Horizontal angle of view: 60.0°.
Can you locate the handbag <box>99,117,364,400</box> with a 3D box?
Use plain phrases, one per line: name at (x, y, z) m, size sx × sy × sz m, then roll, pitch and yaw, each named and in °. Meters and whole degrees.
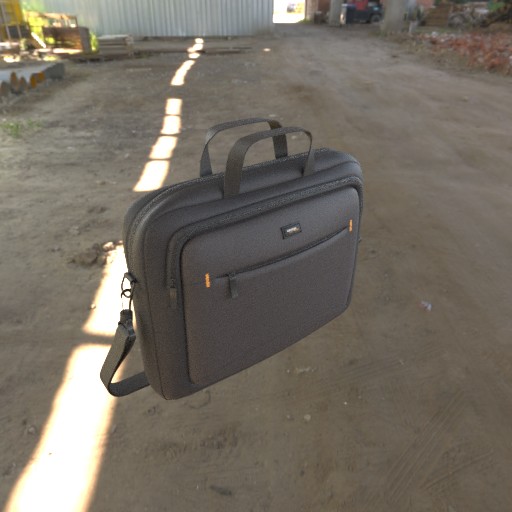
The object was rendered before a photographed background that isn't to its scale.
handbag at (0.000, 0.000, 0.586) m, size 0.429 × 0.330 × 0.126 m, roll -21°, pitch 36°, yaw -32°
